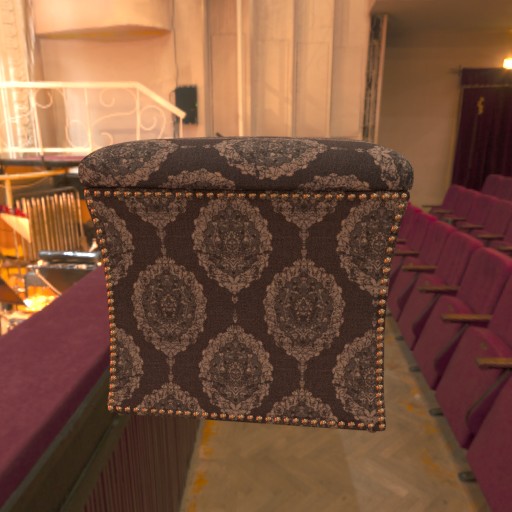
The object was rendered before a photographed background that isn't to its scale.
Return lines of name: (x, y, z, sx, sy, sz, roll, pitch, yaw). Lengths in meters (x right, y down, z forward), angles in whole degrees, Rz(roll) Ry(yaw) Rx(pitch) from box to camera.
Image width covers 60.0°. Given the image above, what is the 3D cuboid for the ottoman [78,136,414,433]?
ottoman: (0.000, 0.000, 0.910, 0.507, 0.475, 0.497, 2, 15, 6)
